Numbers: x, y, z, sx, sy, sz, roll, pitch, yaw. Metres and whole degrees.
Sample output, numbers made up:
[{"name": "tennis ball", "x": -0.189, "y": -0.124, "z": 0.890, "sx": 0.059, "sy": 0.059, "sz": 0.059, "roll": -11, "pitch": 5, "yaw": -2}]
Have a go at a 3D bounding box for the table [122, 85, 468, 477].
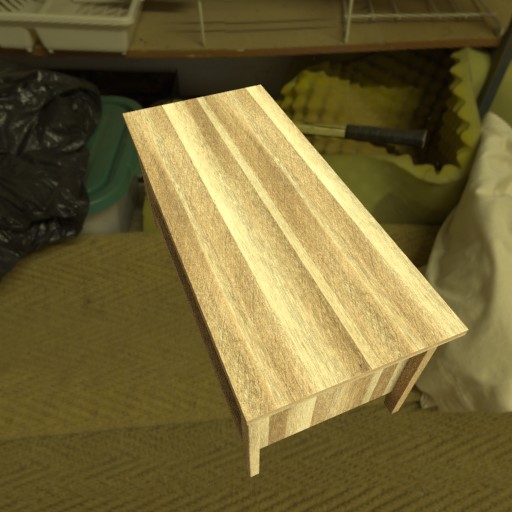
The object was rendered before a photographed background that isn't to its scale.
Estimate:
[{"name": "table", "x": 0.000, "y": 0.000, "z": 1.363, "sx": 0.493, "sy": 0.480, "sz": 1.095, "roll": -17, "pitch": 51, "yaw": -15}]
